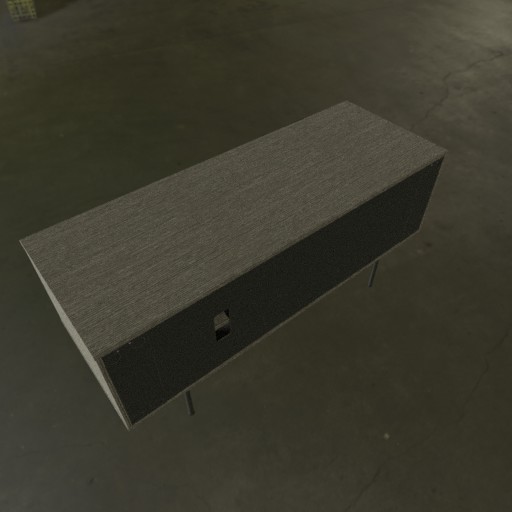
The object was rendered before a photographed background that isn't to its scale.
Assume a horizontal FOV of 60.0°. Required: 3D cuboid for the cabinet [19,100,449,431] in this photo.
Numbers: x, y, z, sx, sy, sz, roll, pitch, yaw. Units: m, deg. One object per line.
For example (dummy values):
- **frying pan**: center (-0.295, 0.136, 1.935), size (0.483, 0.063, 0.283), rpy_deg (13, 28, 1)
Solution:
- **cabinet**: center (0.000, 0.000, 1.589), size (1.300, 0.599, 0.500), rpy_deg (-30, 53, -26)
